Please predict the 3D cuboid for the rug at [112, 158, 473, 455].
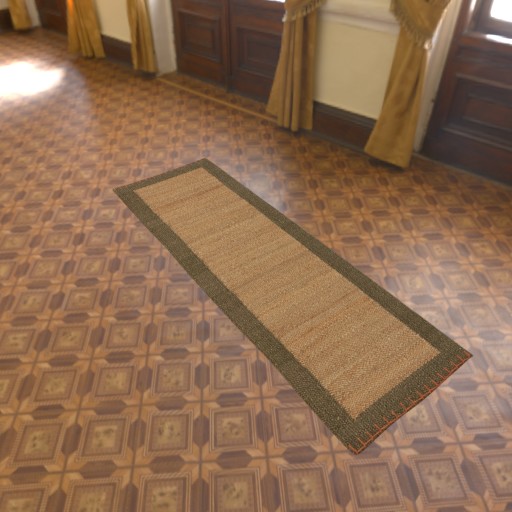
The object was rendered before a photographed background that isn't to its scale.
[{"bbox_3d":[0.000,0.000,2.663,0.810,0.016,2.413,-26,47,-27],"label":"rug"}]
